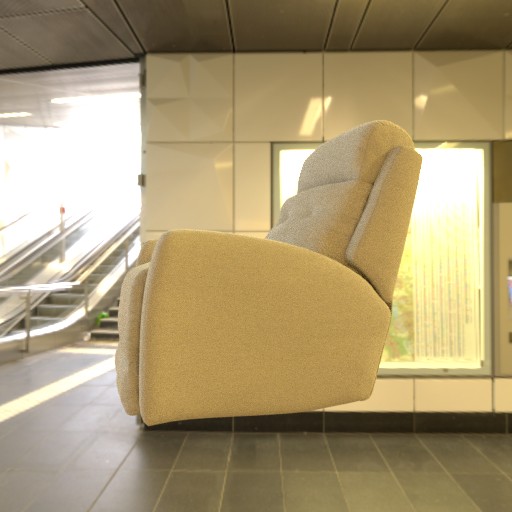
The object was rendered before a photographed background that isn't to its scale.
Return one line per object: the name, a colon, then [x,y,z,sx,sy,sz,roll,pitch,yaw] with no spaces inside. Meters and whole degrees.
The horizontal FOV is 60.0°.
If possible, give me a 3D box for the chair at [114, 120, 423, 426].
chair: [0.000,0.000,1.727,1.043,1.013,0.798,0,-1,-18]
